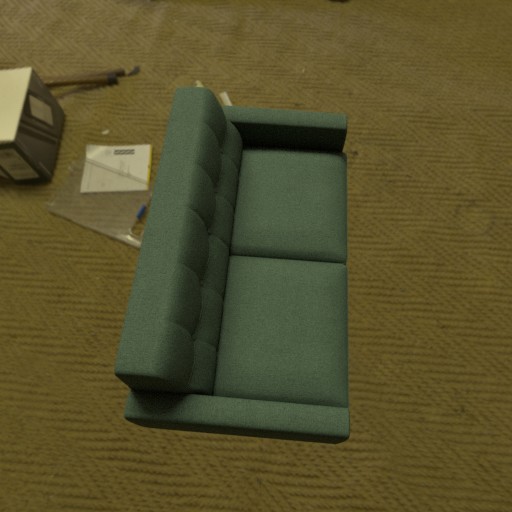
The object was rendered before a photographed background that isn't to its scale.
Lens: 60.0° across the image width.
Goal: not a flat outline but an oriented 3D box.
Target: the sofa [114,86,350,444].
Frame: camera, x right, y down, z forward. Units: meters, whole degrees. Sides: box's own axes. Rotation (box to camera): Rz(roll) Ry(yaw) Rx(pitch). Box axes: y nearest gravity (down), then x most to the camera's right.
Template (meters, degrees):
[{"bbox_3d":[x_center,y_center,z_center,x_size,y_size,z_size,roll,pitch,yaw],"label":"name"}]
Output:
[{"bbox_3d":[0.000,0.000,2.178,0.909,0.841,1.631,4,64,2],"label":"sofa"}]
